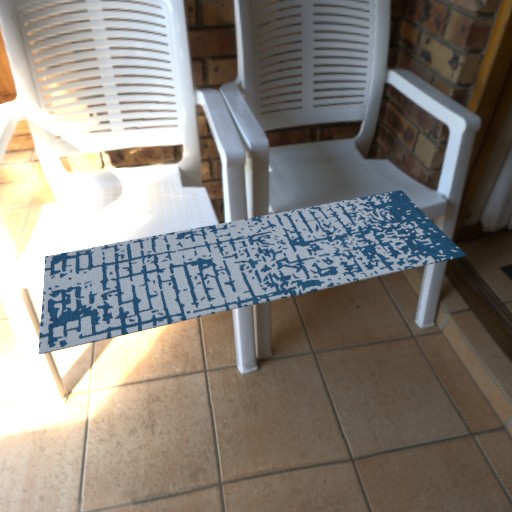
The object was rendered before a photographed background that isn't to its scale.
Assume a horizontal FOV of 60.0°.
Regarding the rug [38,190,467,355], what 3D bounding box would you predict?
[{"bbox_3d":[0.000,0.000,2.673,2.435,0.011,0.750,-12,43,-13],"label":"rug"}]
